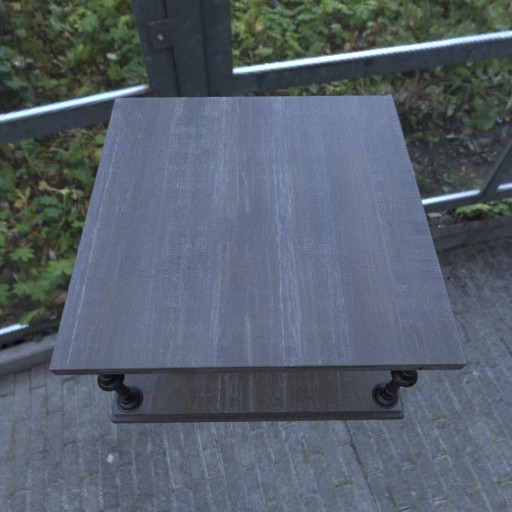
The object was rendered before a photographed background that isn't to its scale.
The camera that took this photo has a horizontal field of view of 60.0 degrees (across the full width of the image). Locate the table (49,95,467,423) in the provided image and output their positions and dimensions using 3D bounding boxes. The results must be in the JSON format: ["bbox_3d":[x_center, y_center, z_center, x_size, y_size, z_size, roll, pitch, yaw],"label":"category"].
[{"bbox_3d":[0.000,0.000,1.093,0.696,0.400,0.696,-1,57,0],"label":"table"}]
